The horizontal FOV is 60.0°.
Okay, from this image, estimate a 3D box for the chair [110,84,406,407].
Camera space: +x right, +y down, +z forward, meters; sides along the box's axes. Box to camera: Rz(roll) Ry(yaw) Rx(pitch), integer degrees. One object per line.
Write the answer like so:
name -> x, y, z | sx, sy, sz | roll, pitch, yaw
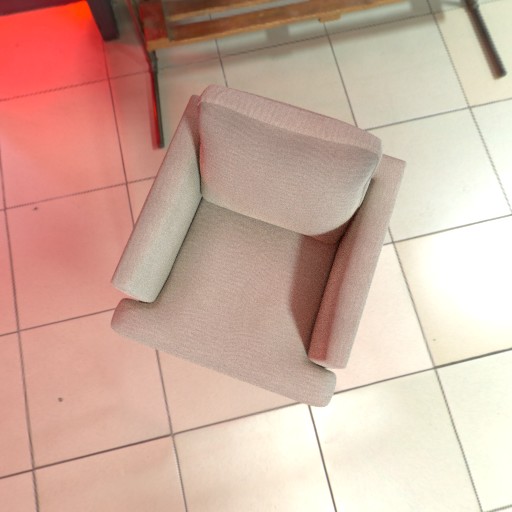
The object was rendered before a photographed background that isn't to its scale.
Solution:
chair -> 0.000, 0.000, 1.688 | 0.858, 0.957, 0.899 | 19, 77, 4
